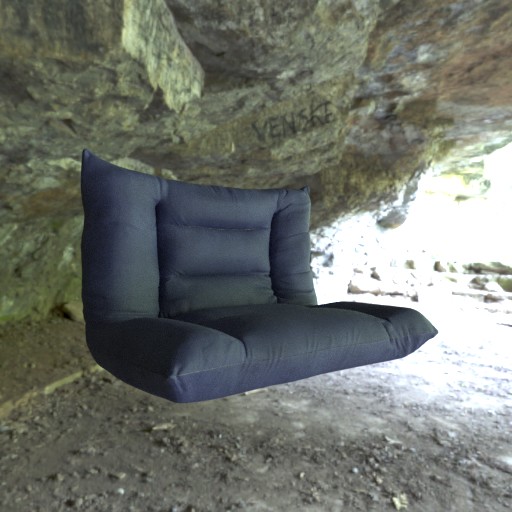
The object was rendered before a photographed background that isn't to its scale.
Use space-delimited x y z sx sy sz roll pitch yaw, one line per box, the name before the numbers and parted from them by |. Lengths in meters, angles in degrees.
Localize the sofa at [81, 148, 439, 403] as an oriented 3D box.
sofa | 0.000 0.000 1.685 1.122 0.778 0.849 0 0 -36
